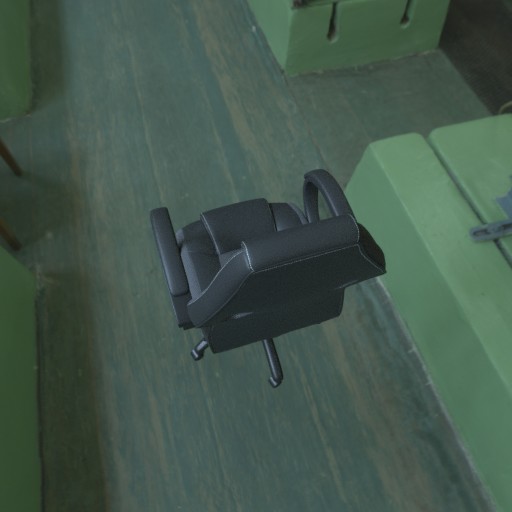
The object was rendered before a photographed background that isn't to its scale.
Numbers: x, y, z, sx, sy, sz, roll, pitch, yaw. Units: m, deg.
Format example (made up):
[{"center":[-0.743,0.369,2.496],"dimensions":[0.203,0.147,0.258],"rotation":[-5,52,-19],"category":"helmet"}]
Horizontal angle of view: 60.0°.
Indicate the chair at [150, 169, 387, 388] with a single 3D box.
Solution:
[{"center":[0.000,0.000,1.612],"dimensions":[0.673,1.187,0.724],"rotation":[-15,60,-9],"category":"chair"}]
